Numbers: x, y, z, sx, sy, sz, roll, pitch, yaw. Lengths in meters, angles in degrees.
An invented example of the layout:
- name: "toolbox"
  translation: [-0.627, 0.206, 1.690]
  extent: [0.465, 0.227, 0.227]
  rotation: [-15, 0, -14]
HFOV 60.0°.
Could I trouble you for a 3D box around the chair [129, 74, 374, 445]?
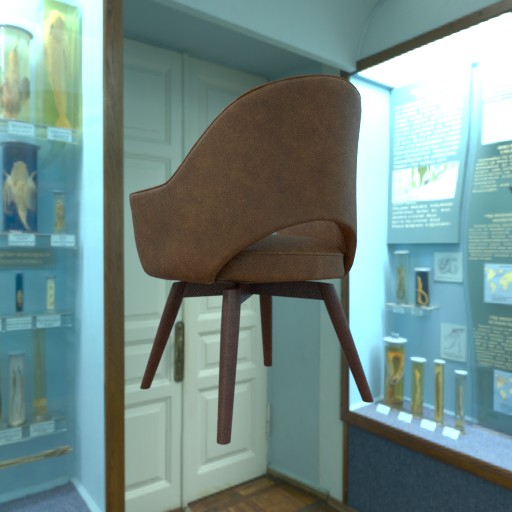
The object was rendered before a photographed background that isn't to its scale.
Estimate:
- name: "chair"
  translation: [0.000, 0.000, 1.219]
  extent: [0.591, 0.777, 0.640]
  rotation: [0, 1, -35]
